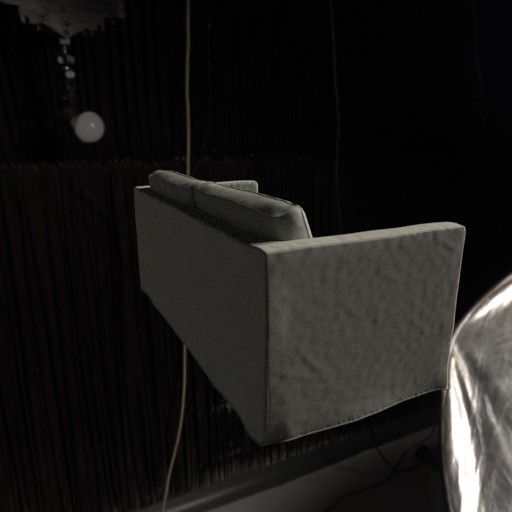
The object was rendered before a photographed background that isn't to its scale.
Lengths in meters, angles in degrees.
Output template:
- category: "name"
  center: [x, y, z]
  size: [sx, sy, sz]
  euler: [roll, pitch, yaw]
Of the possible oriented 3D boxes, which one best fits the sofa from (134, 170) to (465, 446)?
- category: "sofa"
  center: [0.000, 0.000, 2.484]
  size: [0.940, 0.870, 1.987]
  euler: [-8, 17, -26]
